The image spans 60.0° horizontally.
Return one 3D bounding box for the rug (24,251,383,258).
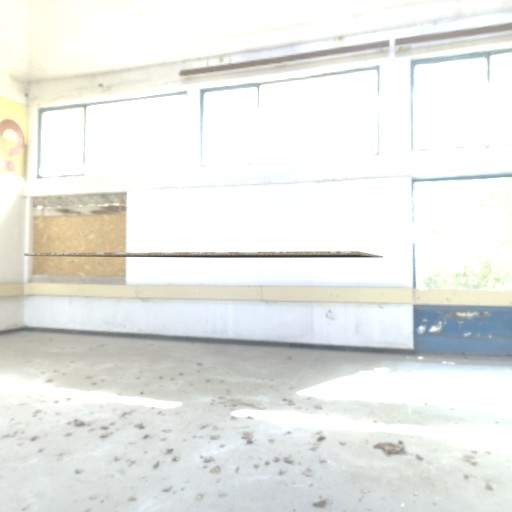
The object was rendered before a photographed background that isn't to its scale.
[{"bbox_3d":[0.000,0.000,2.322,1.219,0.011,1.829,0,0,18],"label":"rug"}]
